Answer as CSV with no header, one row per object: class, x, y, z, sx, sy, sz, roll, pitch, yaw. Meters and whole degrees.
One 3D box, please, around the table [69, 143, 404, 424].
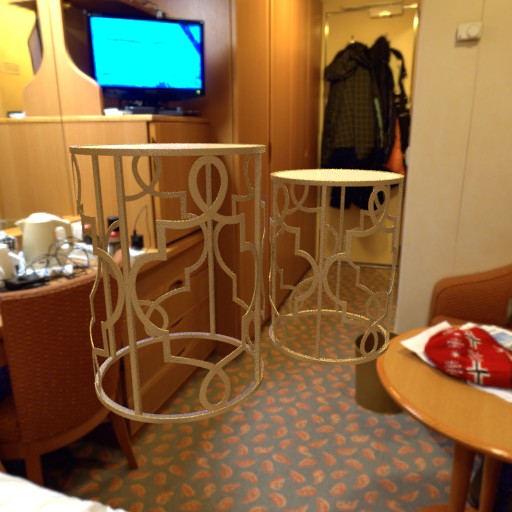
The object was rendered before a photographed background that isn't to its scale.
table,0.000,0.000,1.156,0.846,0.564,0.420,-8,17,-26
